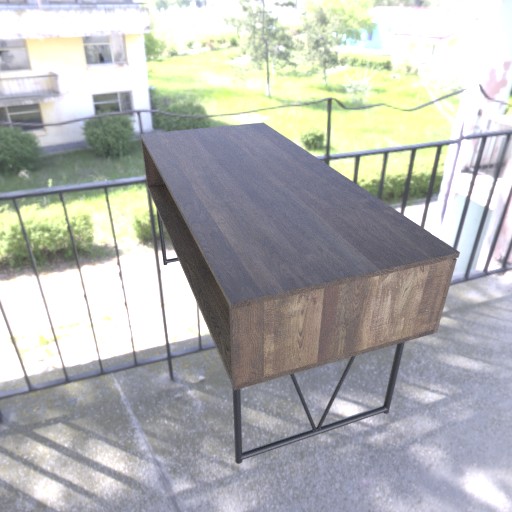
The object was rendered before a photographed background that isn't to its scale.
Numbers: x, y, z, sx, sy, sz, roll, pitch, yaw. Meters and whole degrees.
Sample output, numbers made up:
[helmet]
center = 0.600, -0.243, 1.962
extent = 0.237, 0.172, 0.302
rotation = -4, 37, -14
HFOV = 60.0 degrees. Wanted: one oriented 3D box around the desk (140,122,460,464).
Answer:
[desk]
center = 0.000, 0.000, 2.049
extent = 0.730, 0.780, 1.600
rotation = -11, 33, -17
